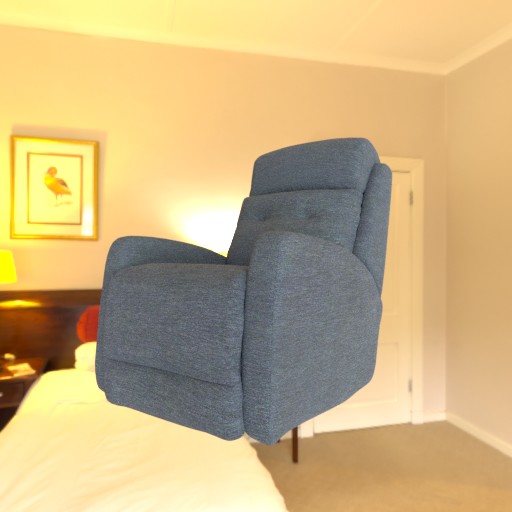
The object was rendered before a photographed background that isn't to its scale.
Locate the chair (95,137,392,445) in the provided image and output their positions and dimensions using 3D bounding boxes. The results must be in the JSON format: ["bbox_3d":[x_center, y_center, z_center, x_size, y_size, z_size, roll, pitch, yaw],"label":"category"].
[{"bbox_3d":[0.000,0.000,1.699,0.798,1.013,1.043,0,1,37],"label":"chair"}]
